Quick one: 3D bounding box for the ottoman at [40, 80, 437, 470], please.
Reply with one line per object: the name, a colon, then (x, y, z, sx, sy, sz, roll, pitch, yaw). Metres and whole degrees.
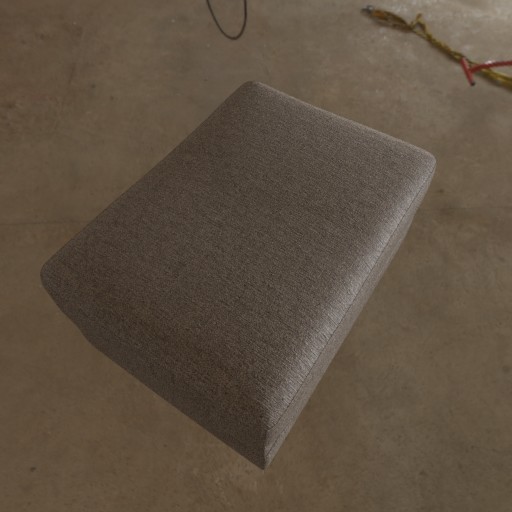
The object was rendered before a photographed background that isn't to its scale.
ottoman: (0.000, 0.000, 1.234, 0.637, 0.478, 0.885, 29, 62, 18)
